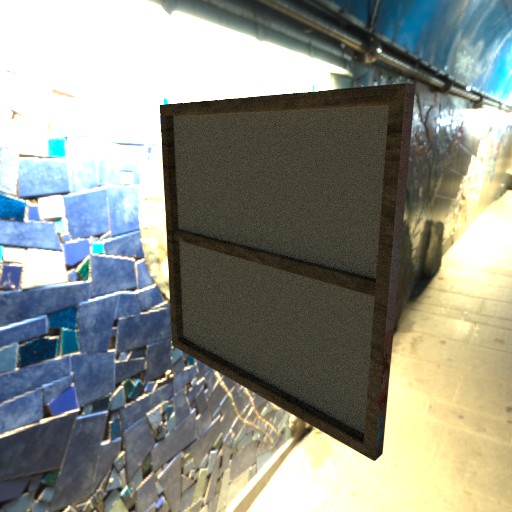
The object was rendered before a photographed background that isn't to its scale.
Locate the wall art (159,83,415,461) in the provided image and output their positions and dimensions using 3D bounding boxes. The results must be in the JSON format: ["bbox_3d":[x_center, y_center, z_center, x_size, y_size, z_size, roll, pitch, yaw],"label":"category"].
[{"bbox_3d":[0.000,0.000,1.100,0.035,0.747,0.747,-15,21,-43],"label":"wall art"}]
